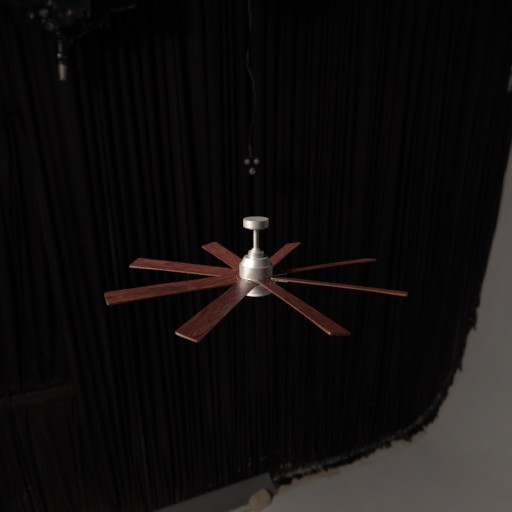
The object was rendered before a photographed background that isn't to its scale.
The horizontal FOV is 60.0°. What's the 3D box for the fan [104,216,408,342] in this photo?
[{"bbox_3d":[0.000,0.000,2.779,1.830,0.472,1.830,-7,17,-24],"label":"fan"}]
